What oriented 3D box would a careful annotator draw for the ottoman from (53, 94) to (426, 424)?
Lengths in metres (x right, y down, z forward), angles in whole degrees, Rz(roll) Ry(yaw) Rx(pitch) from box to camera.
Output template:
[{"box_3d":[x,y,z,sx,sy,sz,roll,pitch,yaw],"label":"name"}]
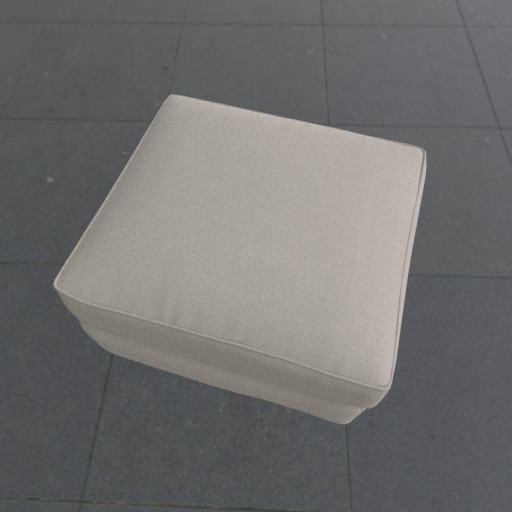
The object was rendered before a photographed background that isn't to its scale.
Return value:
[{"box_3d":[0.000,0.000,1.150,0.716,0.505,0.662,15,61,9],"label":"ottoman"}]
